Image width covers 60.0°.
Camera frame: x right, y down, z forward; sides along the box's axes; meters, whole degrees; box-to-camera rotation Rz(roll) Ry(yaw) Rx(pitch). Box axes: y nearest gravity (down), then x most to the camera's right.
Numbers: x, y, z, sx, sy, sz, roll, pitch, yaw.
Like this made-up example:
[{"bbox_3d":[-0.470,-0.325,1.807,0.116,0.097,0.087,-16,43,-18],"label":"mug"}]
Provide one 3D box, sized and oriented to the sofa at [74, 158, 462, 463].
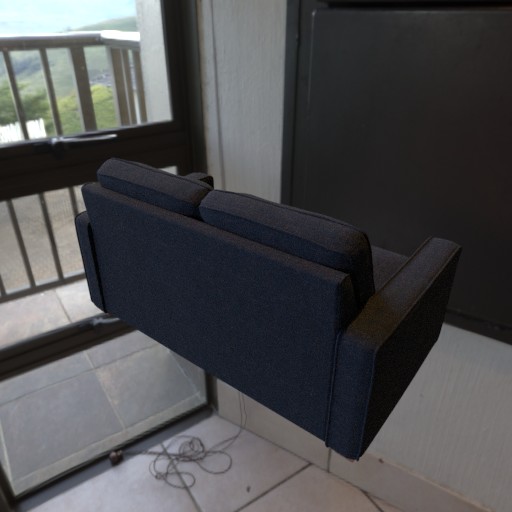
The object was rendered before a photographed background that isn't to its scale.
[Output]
[{"bbox_3d":[0.000,0.000,2.226,1.709,0.918,0.947,21,35,32],"label":"sofa"}]
